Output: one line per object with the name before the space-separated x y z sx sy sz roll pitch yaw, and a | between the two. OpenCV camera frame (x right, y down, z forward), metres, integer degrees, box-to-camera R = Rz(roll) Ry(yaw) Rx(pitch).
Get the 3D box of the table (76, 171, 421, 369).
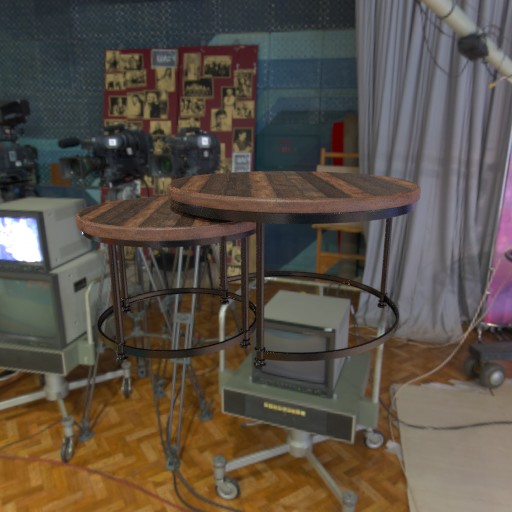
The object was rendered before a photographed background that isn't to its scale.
table | 0.000 0.000 1.586 1.152 0.516 0.870 -8 17 -26
